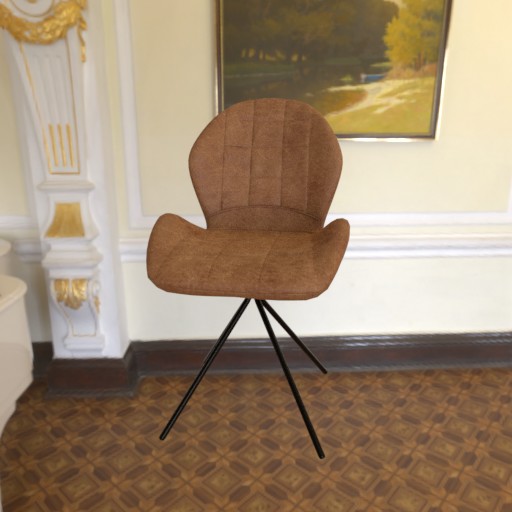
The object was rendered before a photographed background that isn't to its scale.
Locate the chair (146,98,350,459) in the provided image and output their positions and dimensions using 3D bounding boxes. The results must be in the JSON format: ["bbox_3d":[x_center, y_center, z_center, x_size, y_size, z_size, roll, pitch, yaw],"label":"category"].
[{"bbox_3d":[0.000,0.000,1.309,0.527,0.929,0.640,3,15,9],"label":"chair"}]
